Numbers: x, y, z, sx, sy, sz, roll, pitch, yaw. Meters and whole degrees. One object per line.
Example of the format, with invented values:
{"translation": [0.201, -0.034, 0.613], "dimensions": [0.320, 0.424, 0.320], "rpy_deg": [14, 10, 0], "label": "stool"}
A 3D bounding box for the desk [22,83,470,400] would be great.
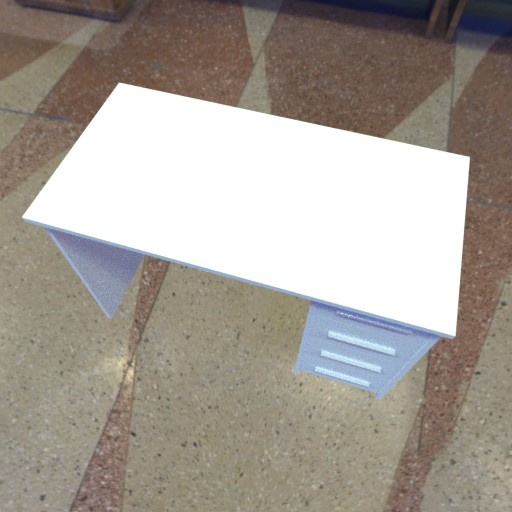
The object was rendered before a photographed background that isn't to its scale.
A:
{"translation": [0.000, 0.000, 1.511], "dimensions": [1.096, 0.730, 0.560], "rpy_deg": [15, 60, 9], "label": "desk"}
